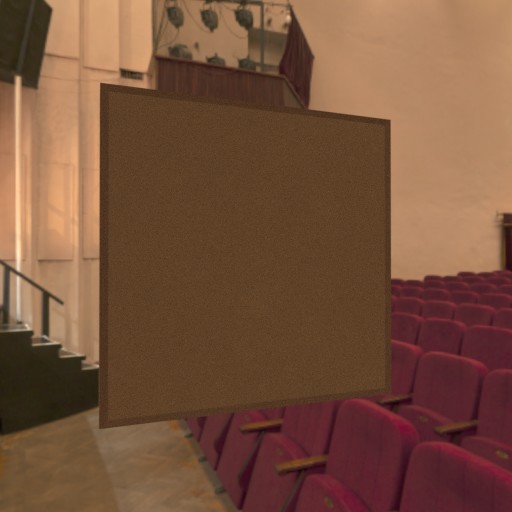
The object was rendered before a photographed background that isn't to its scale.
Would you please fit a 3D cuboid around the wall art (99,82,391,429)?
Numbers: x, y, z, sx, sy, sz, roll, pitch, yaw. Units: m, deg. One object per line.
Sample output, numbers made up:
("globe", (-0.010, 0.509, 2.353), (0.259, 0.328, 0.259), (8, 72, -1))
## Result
("wall art", (0.000, 0.000, 0.457), (0.304, 0.303, 0.038), (0, 0, -20))
